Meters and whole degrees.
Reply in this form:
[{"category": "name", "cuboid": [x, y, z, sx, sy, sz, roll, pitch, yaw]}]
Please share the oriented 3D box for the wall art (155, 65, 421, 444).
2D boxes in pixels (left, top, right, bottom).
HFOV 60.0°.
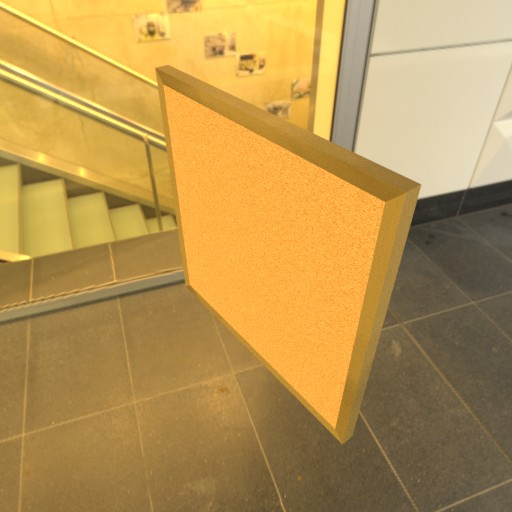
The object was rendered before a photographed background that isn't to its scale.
[{"category": "wall art", "cuboid": [0.000, 0.000, 1.144, 0.038, 0.762, 0.762, -27, 47, -29]}]
